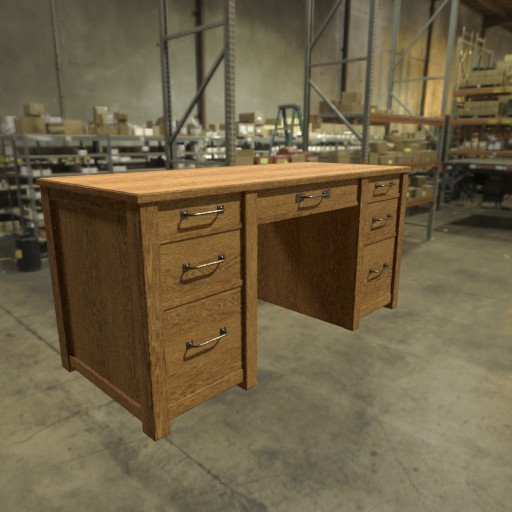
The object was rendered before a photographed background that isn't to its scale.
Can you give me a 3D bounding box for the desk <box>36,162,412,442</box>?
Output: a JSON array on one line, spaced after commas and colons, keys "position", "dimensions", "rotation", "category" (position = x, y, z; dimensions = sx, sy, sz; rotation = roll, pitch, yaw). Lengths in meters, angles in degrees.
[{"position": [0.000, 0.000, 2.002], "dimensions": [0.685, 0.751, 1.567], "rotation": [14, 20, 42], "category": "desk"}]
